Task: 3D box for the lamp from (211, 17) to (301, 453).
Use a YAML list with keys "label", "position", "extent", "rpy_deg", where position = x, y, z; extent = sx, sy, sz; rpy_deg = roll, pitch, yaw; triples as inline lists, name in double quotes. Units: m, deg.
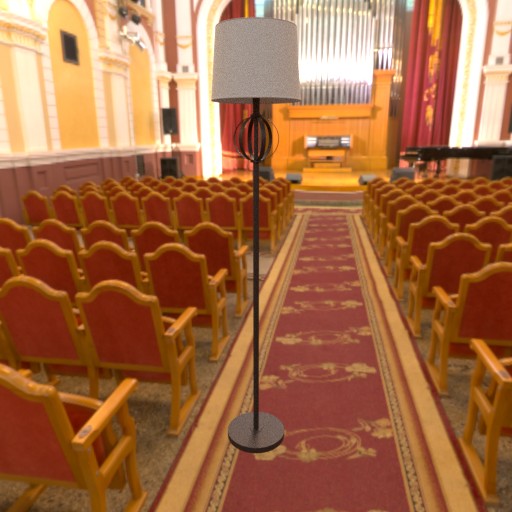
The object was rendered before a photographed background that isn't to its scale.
- label: "lamp"
  position: [0.000, 0.000, 1.561]
  extent: [0.286, 1.462, 0.286]
  rpy_deg: [3, 16, 9]
